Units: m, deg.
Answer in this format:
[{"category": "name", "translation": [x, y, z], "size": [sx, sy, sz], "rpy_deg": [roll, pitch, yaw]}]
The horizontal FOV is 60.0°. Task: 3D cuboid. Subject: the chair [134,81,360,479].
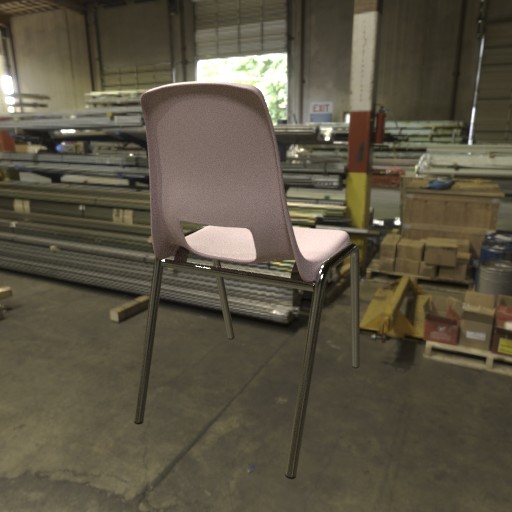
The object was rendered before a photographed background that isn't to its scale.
[{"category": "chair", "translation": [0.000, 0.000, 0.931], "size": [0.381, 0.653, 0.436], "rpy_deg": [8, 18, 25]}]
